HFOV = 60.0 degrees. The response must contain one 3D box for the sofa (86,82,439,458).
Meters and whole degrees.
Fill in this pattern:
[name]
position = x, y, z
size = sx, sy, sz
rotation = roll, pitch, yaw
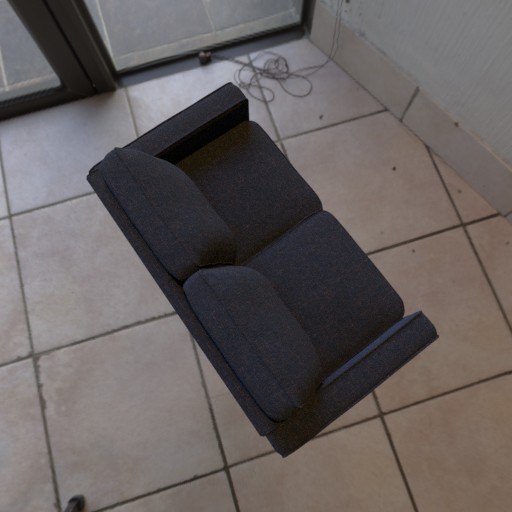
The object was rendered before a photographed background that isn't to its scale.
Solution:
[sofa]
position = 0.000, 0.000, 2.300
size = 0.947, 0.918, 1.709
rotation = -35, 78, -9
